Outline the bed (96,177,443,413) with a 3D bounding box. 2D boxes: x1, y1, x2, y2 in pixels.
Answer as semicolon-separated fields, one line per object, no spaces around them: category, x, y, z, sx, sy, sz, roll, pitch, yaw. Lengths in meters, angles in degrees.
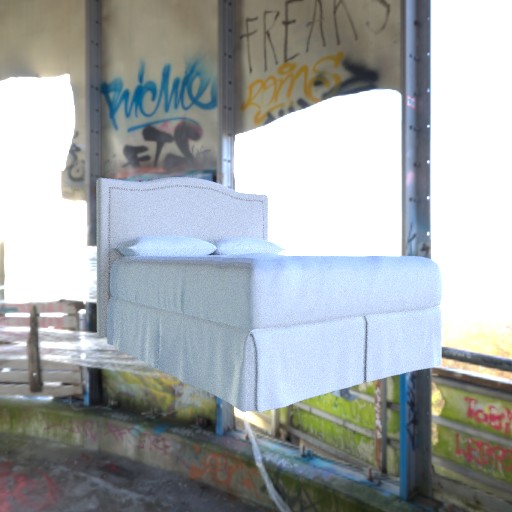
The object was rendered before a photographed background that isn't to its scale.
bed;0.000;0.000;3.351;1.753;1.460;2.143;0;0;-36
